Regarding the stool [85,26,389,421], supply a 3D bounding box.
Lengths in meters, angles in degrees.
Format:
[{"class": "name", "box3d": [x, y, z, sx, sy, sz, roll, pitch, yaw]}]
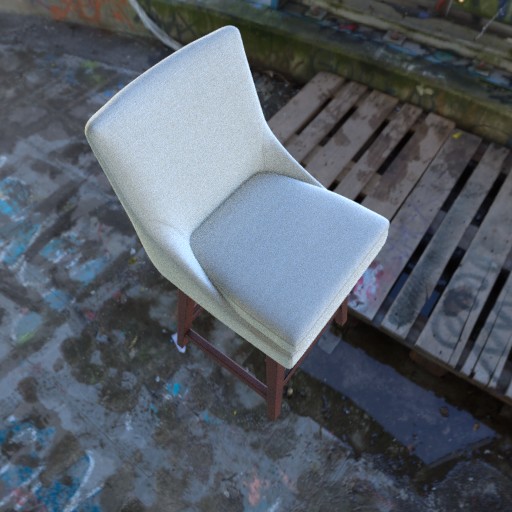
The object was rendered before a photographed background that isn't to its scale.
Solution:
[{"class": "stool", "box3d": [0.000, 0.000, 1.261, 0.559, 0.991, 0.469, 33, 63, 19]}]
